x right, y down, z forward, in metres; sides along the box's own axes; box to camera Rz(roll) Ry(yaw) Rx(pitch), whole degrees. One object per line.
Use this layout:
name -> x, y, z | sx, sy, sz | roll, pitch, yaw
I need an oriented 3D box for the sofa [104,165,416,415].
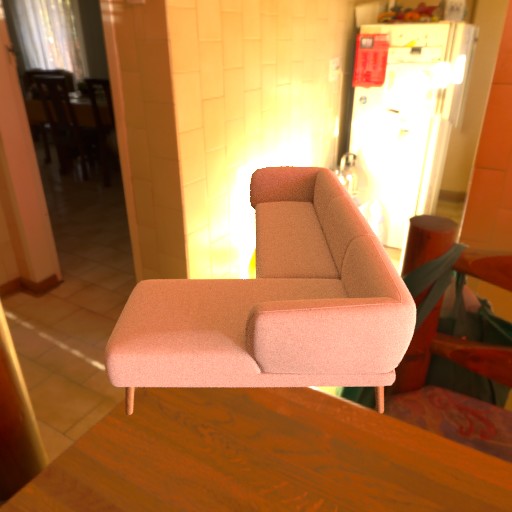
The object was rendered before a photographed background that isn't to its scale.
sofa -> 0.000, 0.000, 3.358 | 1.610, 0.730, 2.660 | 0, 26, 0
